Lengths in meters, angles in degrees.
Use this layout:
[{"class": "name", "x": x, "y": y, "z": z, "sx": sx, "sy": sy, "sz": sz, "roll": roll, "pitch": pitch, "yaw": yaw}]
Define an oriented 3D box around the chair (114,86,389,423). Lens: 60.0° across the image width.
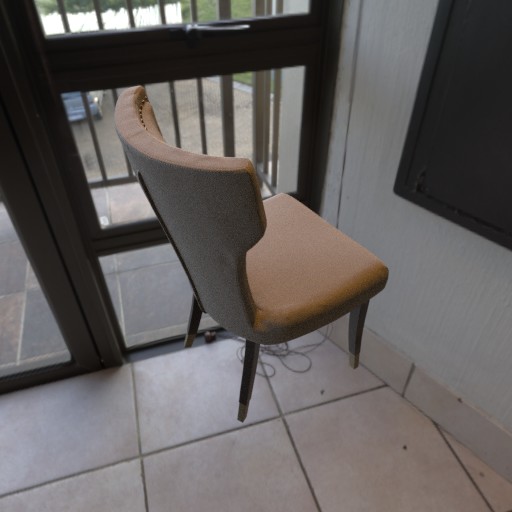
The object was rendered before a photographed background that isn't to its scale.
[{"class": "chair", "x": 0.000, "y": 0.000, "z": 1.315, "sx": 0.630, "sy": 0.950, "sz": 0.526, "roll": -25, "pitch": 47, "yaw": -26}]
